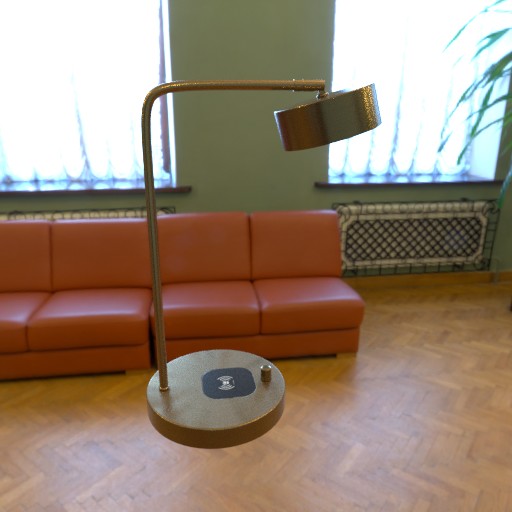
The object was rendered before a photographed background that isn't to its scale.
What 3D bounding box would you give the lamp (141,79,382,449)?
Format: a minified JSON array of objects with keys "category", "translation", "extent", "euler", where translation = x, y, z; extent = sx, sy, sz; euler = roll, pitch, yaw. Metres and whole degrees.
[{"category":"lamp","translation":[0.000,0.000,0.510],"extent":[0.270,0.380,0.171],"euler":[-3,18,-9]}]
